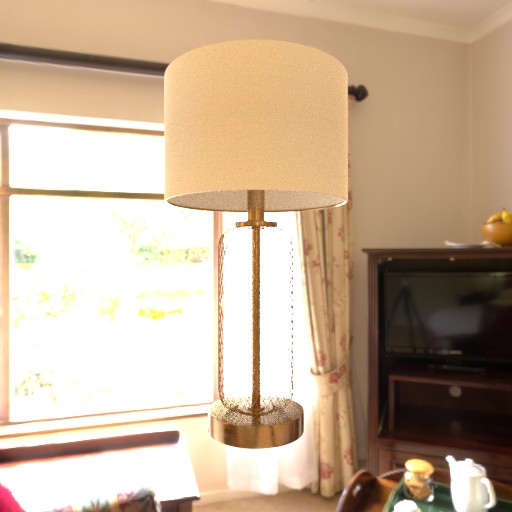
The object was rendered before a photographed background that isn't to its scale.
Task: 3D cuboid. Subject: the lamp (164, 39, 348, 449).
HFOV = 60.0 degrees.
[{"bbox_3d":[0.000,0.000,0.620,0.252,0.483,0.252,0,0,34],"label":"lamp"}]
